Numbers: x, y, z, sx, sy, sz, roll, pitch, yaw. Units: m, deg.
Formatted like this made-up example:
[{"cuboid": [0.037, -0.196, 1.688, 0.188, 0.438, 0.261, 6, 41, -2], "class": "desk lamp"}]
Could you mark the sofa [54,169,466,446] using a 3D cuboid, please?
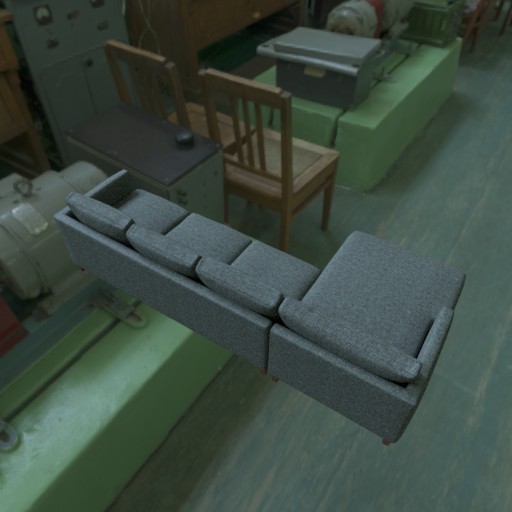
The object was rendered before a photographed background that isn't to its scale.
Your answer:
[{"cuboid": [0.000, 0.000, 4.110, 3.485, 0.960, 1.635, 25, 51, 22], "class": "sofa"}]
